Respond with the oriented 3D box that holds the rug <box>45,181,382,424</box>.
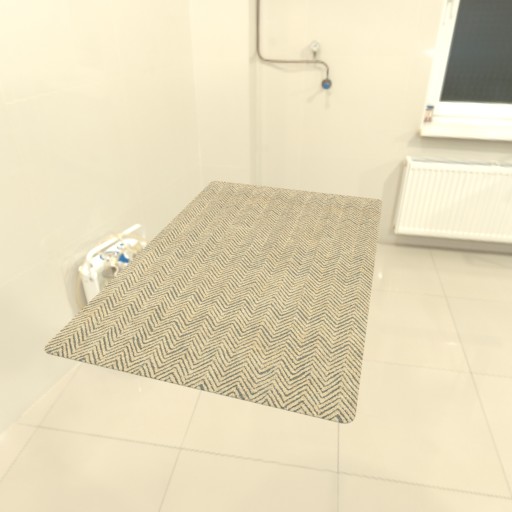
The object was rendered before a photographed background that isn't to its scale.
[{"bbox_3d":[0.000,0.000,2.214,1.144,0.008,1.752,9,32,14],"label":"rug"}]
